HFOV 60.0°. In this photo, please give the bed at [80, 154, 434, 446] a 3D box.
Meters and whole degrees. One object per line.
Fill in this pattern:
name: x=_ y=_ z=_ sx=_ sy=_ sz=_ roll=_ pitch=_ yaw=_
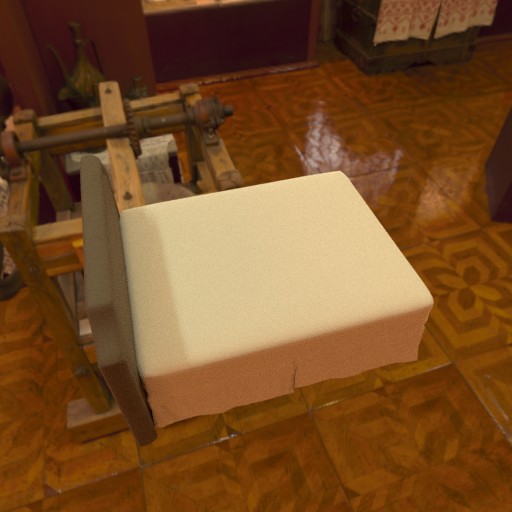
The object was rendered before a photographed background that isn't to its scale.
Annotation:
bed: x=0.000 y=0.000 z=3.316 sx=2.181 sy=1.297 sz=1.831 roll=-12 pitch=48 yaw=-11
